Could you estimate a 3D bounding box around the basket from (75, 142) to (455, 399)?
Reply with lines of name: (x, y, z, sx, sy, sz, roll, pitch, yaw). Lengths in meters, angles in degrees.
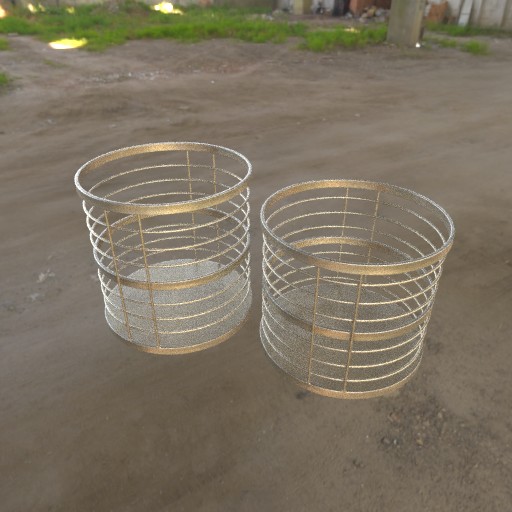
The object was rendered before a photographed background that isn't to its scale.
basket: (0.000, 0.000, 0.955, 0.746, 0.351, 0.356, 10, 33, 15)
